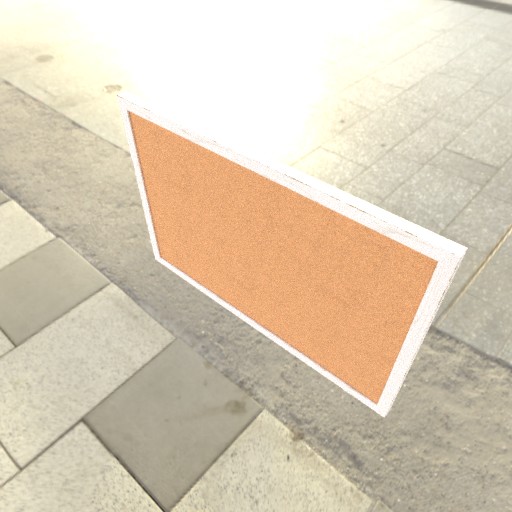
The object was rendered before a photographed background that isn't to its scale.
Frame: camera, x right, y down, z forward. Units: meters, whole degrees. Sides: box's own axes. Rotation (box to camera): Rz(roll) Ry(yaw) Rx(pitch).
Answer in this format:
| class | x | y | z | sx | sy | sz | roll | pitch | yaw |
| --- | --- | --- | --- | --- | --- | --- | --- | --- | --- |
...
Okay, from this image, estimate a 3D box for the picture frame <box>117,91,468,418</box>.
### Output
| class | x | y | z | sx | sy | sz | roll | pitch | yaw |
| --- | --- | --- | --- | --- | --- | --- | --- | --- | --- |
| picture frame | 0.000 | 0.000 | 1.218 | 0.950 | 0.640 | 0.029 | 31 | 53 | 26 |
